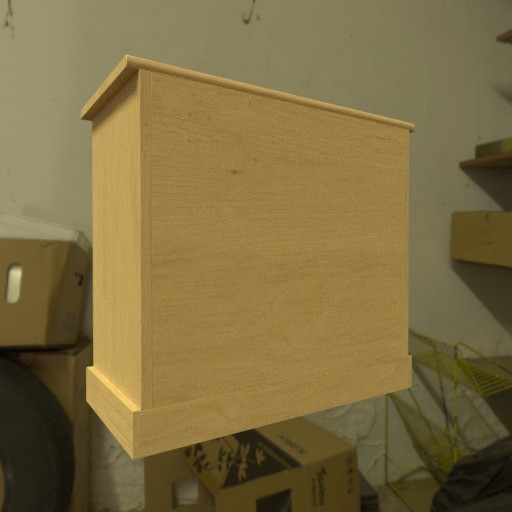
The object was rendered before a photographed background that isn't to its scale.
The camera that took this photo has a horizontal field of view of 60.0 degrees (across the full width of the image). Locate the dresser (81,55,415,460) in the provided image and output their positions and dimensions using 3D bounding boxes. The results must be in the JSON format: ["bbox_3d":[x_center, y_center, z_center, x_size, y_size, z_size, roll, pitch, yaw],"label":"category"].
[{"bbox_3d":[0.000,0.000,1.342,0.915,0.835,0.440,-1,1,-33],"label":"dresser"}]
